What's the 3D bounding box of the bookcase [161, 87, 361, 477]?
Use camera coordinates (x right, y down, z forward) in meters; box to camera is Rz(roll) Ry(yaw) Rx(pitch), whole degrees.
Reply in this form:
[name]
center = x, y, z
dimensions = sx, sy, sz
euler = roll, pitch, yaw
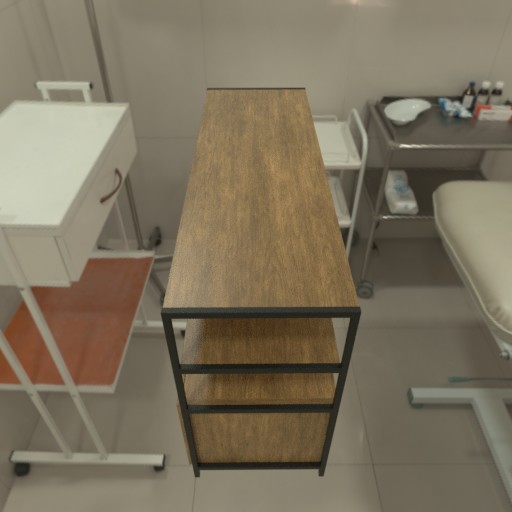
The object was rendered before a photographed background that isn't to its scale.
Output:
[bookcase]
center = 0.000, 0.000, 1.494
dimensions = 0.391, 0.712, 1.149
euler = 0, 41, 0
